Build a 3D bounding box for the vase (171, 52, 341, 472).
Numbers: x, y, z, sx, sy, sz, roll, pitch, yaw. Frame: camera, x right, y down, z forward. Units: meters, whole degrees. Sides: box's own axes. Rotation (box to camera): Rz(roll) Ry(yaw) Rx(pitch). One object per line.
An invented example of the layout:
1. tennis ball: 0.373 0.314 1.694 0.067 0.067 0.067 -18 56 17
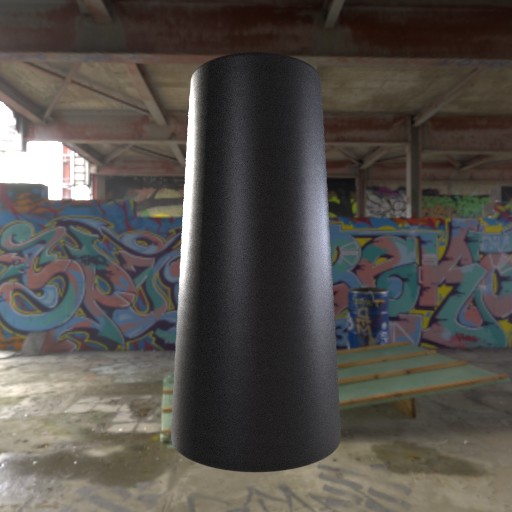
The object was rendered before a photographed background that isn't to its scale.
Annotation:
1. vase: 0.000 0.000 0.364 0.136 0.289 0.136 0 0 18
